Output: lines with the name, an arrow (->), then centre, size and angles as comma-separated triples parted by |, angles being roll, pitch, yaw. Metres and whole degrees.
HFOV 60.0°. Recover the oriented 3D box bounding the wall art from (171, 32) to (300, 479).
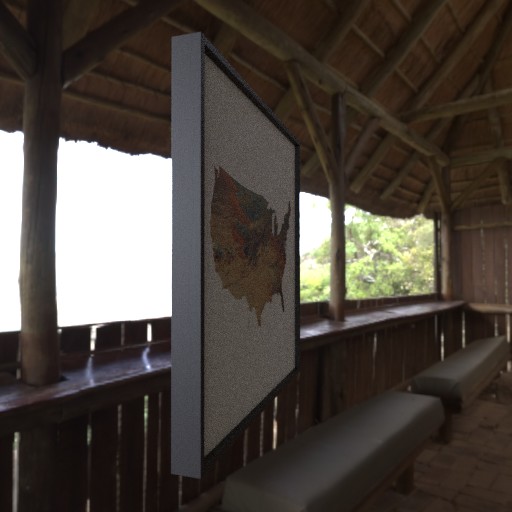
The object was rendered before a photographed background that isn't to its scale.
wall art -> 0.000, 0.000, 0.748 | 0.038, 0.507, 0.507 | 0, 0, 18
